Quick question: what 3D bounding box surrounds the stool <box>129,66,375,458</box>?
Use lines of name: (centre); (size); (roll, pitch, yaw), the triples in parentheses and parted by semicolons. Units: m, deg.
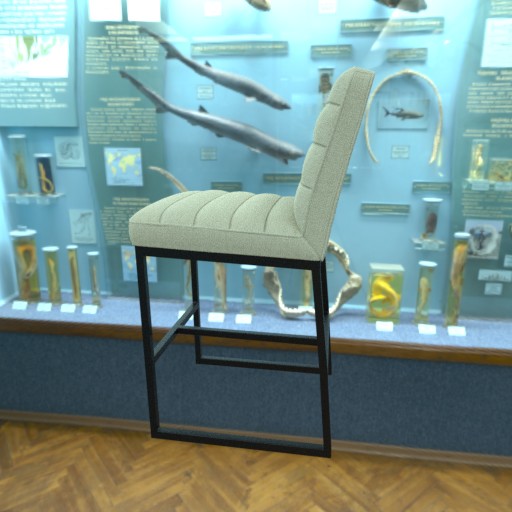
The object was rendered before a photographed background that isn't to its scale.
stool: (0.000, 0.000, 1.259); (0.560, 0.940, 0.460); (2, 15, 9)
